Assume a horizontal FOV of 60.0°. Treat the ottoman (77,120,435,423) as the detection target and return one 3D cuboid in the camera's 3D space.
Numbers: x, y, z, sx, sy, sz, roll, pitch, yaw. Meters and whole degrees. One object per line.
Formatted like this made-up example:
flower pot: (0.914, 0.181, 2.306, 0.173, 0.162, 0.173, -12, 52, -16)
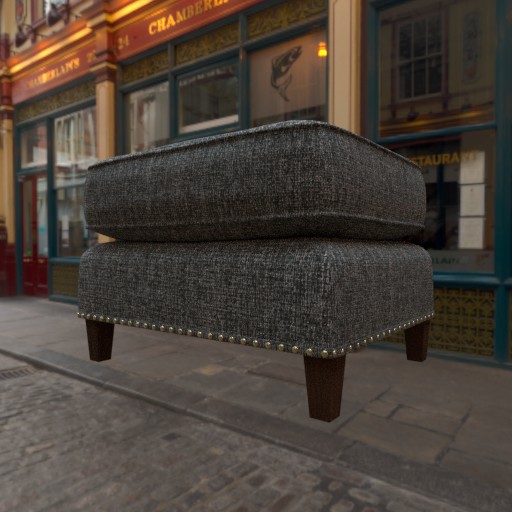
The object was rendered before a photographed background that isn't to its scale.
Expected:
ottoman: (0.000, 0.000, 1.134, 0.738, 0.537, 0.589, 1, 1, 37)
